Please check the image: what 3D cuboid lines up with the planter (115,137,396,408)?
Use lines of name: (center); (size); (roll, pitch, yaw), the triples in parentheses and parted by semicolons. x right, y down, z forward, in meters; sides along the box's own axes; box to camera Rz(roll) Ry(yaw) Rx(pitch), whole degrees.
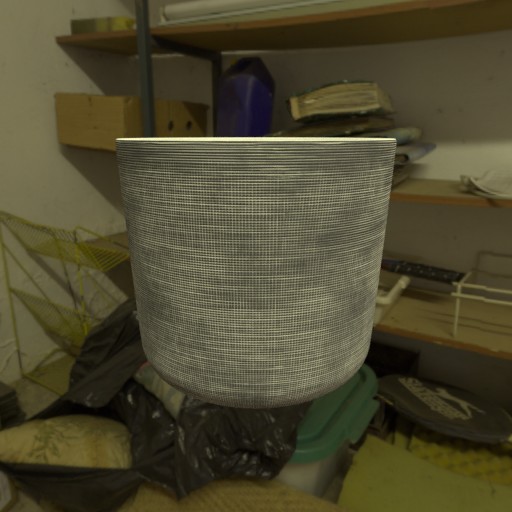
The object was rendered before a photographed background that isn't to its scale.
planter: (0.000, 0.000, 0.777); (0.440, 0.398, 0.440); (0, 15, 0)
